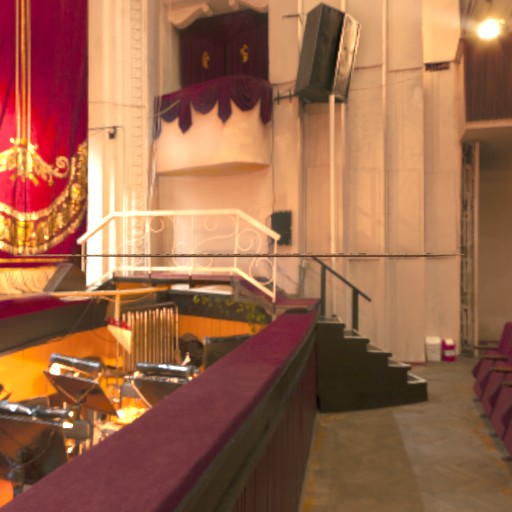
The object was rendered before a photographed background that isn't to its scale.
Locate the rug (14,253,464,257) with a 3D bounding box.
[{"bbox_3d":[0.000,0.000,1.981,1.556,0.006,1.146,0,0,18],"label":"rug"}]
